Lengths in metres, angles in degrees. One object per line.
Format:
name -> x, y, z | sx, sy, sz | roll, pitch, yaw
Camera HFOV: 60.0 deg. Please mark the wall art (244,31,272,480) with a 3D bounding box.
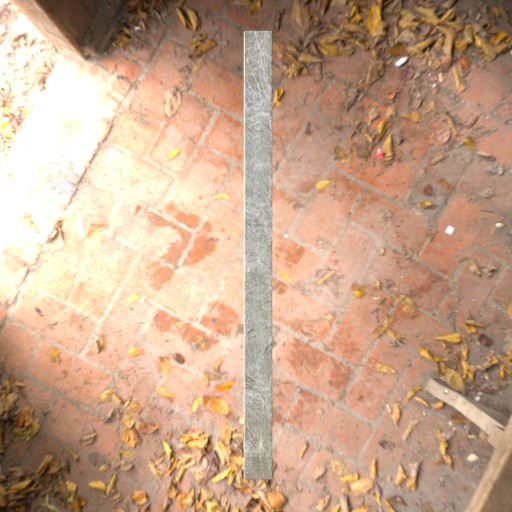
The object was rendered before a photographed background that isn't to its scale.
wall art -> 0.000, 0.000, 0.907 | 0.038, 0.610, 0.610 | 0, 90, -1
